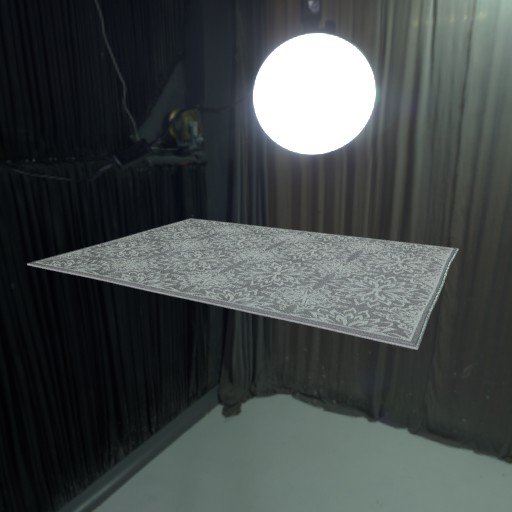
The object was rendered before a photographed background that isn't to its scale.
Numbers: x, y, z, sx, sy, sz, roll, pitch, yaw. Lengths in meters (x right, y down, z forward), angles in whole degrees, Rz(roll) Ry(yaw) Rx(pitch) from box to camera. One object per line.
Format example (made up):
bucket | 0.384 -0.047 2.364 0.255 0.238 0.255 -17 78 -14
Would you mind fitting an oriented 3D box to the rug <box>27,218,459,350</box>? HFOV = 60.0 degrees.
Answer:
rug | 0.000 0.000 2.794 2.213 0.014 1.608 8 18 27
